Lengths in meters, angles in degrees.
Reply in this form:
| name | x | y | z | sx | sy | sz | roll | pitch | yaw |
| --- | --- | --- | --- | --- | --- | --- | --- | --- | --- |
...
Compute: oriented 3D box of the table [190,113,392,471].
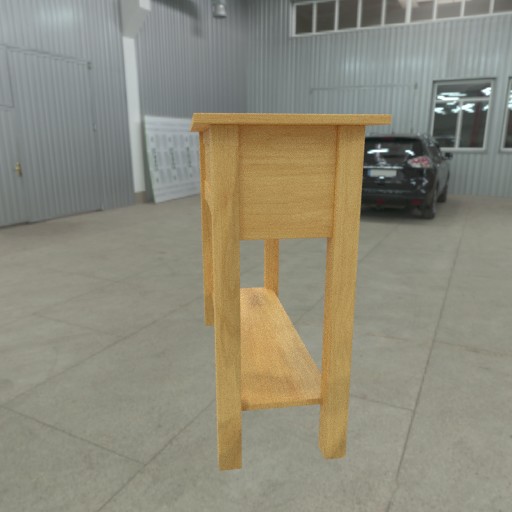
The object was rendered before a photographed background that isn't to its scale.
| name | x | y | z | sx | sy | sz | roll | pitch | yaw |
| --- | --- | --- | --- | --- | --- | --- | --- | --- | --- |
| table | 0.000 | 0.000 | 1.264 | 0.340 | 0.728 | 0.900 | -2 | 15 | -8 |
